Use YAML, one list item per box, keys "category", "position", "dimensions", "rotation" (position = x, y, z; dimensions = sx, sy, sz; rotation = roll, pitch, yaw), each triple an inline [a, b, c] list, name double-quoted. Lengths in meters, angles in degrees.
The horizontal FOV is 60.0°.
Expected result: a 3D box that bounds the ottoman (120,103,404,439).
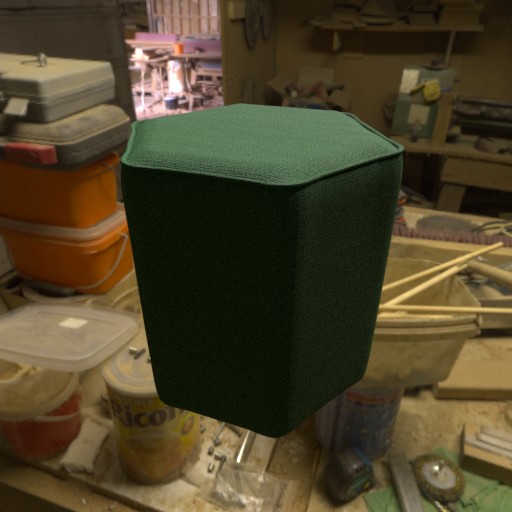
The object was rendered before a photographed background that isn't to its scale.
- category: "ottoman"
  position: [0.000, 0.000, 0.882]
  dimensions: [0.499, 0.507, 0.444]
  rotation: [11, 32, 18]
